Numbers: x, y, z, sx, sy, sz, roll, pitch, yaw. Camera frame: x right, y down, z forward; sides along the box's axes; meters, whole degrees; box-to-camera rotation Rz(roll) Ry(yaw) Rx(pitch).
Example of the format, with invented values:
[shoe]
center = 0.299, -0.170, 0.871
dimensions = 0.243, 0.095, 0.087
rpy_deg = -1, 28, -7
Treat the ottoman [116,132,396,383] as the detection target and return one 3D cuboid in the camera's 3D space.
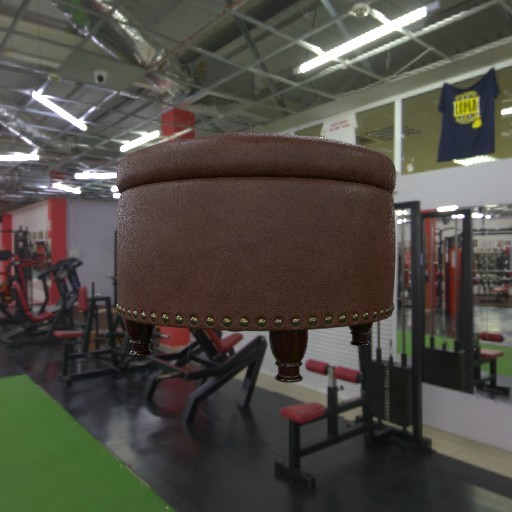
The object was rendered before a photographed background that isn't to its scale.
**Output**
[ottoman]
center = 0.000, 0.000, 1.056
dimensions = 0.637, 0.442, 0.637
rpy_deg = 0, 0, 0
